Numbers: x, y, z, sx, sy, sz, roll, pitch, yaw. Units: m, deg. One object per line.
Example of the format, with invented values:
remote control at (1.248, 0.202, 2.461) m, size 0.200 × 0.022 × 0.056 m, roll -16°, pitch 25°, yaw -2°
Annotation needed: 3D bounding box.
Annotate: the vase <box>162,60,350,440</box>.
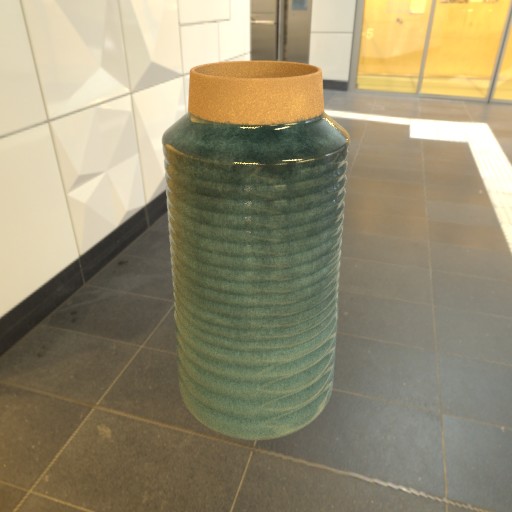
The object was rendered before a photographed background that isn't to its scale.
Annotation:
vase at (0.000, 0.000, 0.402) m, size 0.163 × 0.316 × 0.163 m, roll 0°, pitch 30°, yaw 0°
